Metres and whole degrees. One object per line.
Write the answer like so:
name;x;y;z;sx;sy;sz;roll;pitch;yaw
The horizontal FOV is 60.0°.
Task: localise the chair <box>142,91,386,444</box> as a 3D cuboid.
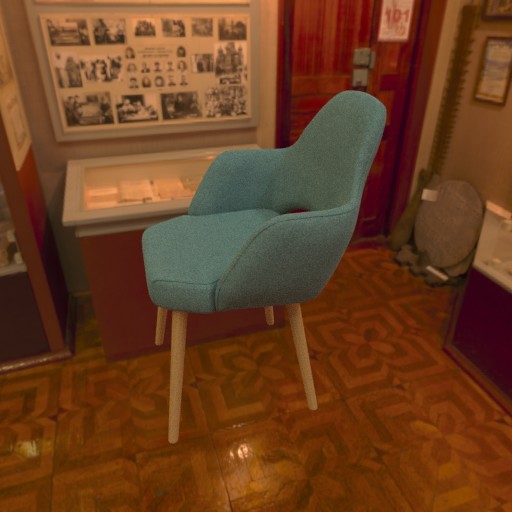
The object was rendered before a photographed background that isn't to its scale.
chair;0.000;0.000;1.354;0.666;0.920;0.589;-8;30;-14
